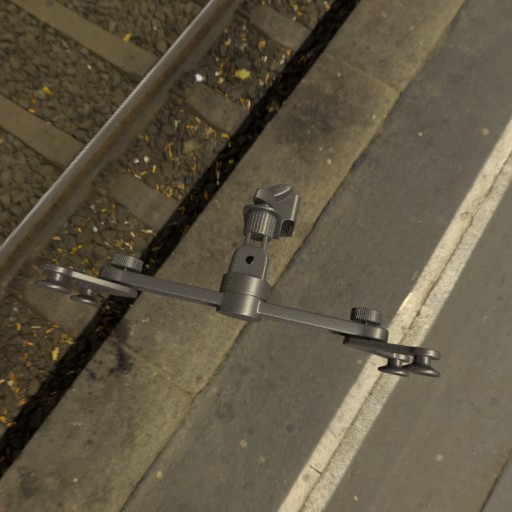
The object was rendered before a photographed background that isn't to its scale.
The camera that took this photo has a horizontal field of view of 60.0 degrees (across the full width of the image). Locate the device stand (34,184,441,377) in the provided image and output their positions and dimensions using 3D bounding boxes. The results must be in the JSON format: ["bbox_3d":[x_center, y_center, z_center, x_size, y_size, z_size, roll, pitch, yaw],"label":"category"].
[{"bbox_3d":[0.000,0.000,0.376,0.270,0.166,0.142,12,75,3],"label":"device stand"}]
